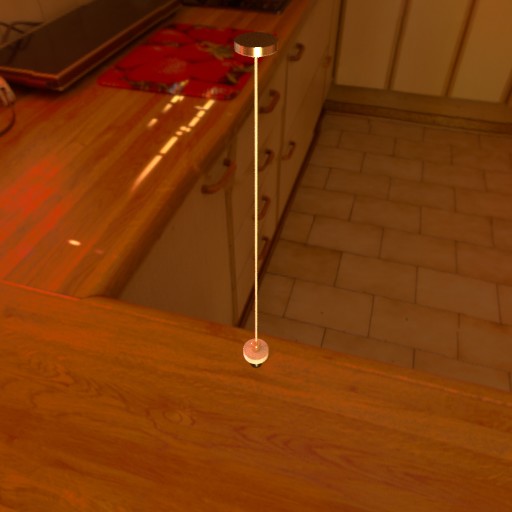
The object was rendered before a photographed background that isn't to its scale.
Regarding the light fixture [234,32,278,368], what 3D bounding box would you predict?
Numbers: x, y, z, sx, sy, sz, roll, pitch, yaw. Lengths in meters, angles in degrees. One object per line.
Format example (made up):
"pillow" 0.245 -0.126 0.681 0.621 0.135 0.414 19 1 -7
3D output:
"light fixture" 0.000 0.000 1.801 0.129 1.669 0.129 -10 46 -10
